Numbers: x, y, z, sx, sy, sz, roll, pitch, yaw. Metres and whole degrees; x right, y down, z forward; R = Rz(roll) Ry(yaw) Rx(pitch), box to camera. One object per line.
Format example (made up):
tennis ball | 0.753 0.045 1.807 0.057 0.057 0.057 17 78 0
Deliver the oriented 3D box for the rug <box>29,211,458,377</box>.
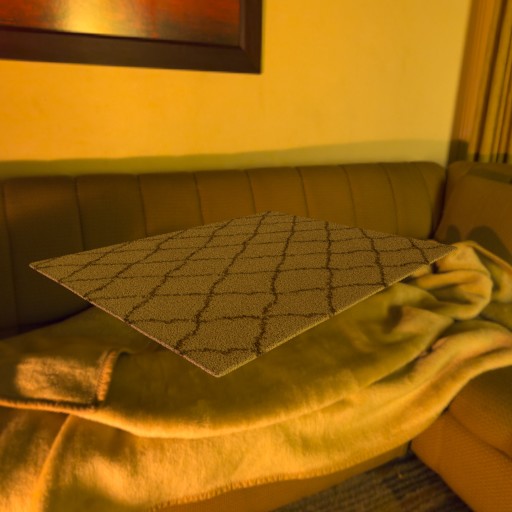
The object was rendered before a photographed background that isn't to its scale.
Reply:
rug | 0.000 0.000 3.994 2.438 0.029 3.047 16 24 42
